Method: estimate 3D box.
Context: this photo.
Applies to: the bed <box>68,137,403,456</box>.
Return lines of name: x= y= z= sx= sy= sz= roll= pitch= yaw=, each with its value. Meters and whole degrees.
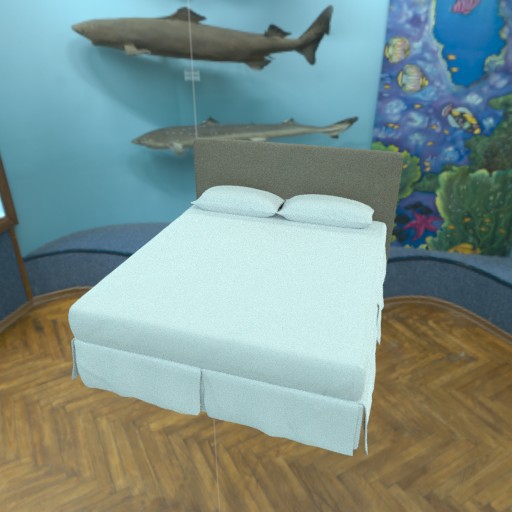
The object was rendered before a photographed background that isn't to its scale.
bed: x=0.000 y=0.000 z=3.602 sx=2.119 sy=1.317 sz=2.341 roll=8 pitch=29 yaw=15
